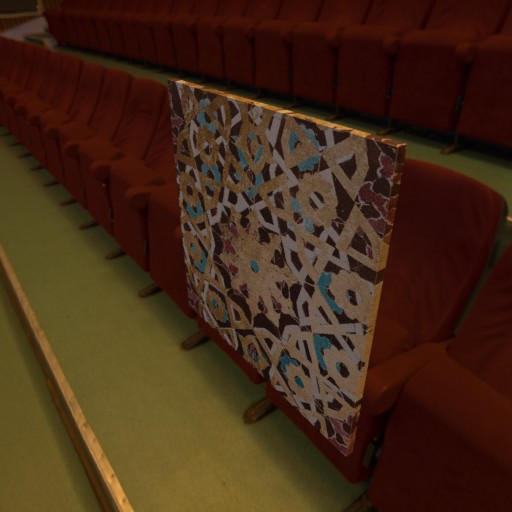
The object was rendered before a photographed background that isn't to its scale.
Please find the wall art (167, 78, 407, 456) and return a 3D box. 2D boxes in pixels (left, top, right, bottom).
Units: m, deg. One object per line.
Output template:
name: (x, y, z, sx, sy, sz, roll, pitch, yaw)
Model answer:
wall art: (0.000, 0.000, 1.141, 0.028, 0.762, 0.757, -21, 37, -31)
